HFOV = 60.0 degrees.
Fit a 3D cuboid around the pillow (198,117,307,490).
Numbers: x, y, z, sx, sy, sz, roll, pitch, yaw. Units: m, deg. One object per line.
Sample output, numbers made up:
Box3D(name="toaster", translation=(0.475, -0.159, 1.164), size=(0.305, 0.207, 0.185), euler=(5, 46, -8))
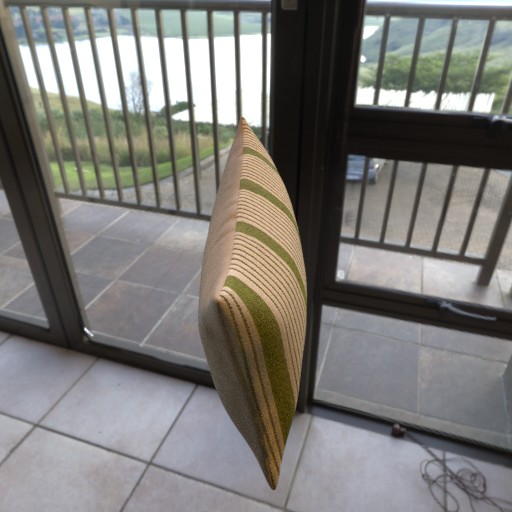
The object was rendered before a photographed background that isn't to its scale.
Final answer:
Box3D(name="pillow", translation=(0.000, 0.000, 0.714), size=(0.156, 0.292, 0.608), euler=(0, 32, 0))
